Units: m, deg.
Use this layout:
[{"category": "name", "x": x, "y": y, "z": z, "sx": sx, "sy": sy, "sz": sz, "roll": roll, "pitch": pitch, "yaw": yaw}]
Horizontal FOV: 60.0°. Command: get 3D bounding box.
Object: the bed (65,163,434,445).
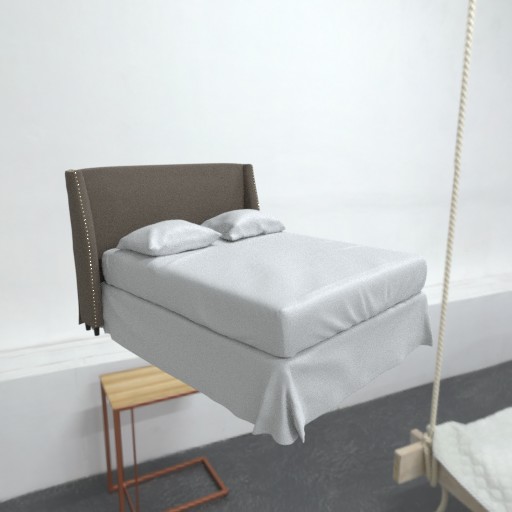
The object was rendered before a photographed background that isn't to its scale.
[{"category": "bed", "x": 0.000, "y": 0.000, "z": 3.425, "sx": 2.276, "sy": 1.332, "sz": 1.925, "roll": 13, "pitch": 19, "yaw": 43}]
